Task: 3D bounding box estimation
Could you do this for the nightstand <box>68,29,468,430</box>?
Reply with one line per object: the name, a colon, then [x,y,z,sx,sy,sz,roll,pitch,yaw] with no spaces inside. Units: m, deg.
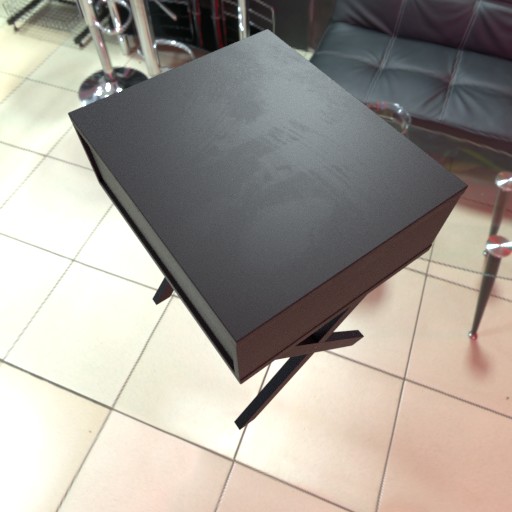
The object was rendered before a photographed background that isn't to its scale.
nightstand: [0.000,0.000,0.935,0.402,0.623,0.479,-31,63,-18]
